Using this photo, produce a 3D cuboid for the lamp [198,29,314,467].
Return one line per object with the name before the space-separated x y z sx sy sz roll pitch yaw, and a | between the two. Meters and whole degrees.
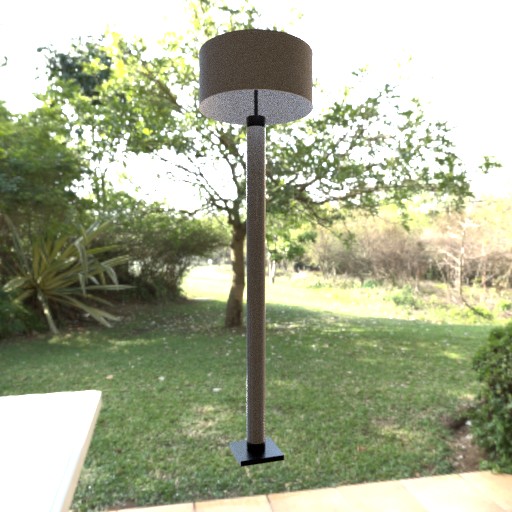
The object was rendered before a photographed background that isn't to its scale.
lamp | 0.000 0.000 1.635 0.420 1.475 0.420 0 1 -17
